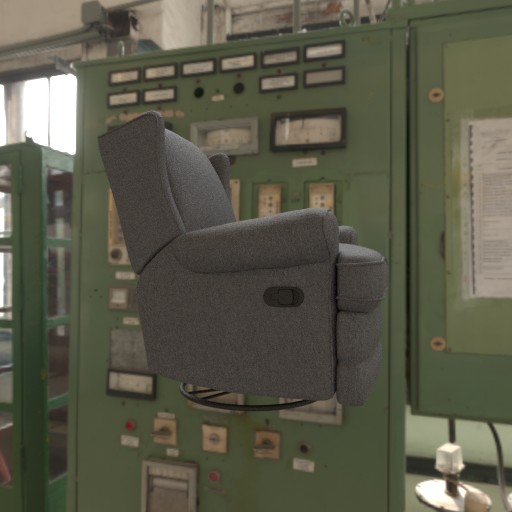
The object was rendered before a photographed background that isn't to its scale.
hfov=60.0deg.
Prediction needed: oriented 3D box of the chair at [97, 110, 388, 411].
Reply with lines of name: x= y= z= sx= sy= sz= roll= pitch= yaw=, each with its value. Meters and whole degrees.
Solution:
chair: x=0.000 y=0.000 z=1.712 sx=0.969 sy=1.011 sz=0.847 roll=0 pitch=-1 yaw=18
